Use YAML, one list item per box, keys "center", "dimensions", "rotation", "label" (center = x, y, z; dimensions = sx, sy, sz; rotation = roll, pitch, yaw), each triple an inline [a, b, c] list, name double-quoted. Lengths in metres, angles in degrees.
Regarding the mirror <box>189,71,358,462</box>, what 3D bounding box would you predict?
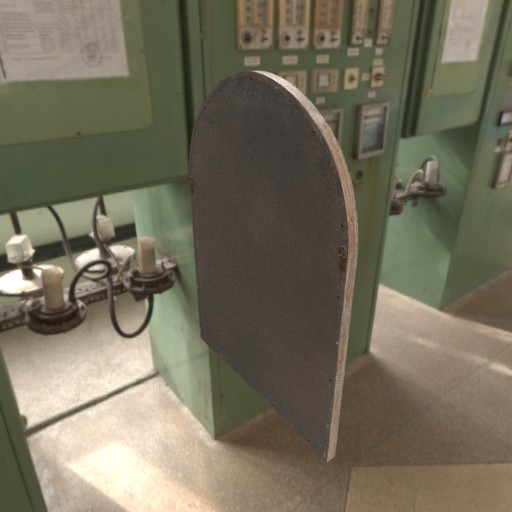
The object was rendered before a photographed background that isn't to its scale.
- center: [0.000, 0.000, 1.193]
  dimensions: [0.032, 0.920, 0.660]
  rotation: [-18, 31, -32]
  label: "mirror"
